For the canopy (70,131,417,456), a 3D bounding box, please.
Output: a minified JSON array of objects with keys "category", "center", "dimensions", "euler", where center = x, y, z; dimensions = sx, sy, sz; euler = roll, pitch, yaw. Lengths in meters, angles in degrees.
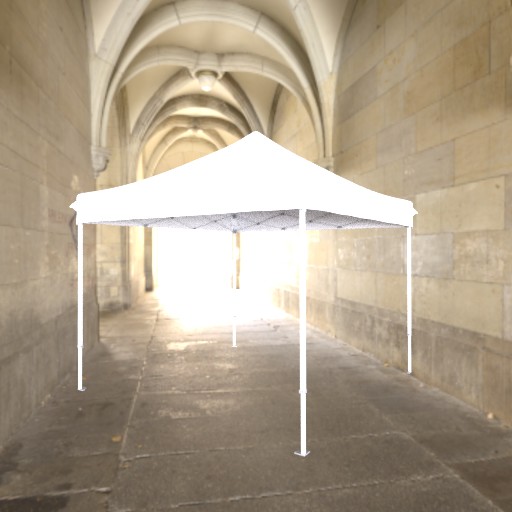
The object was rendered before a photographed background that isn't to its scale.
[{"category":"canopy","center":[0.000,0.000,5.345],"dimensions":[2.996,2.998,2.994],"euler":[0,1,35]}]
